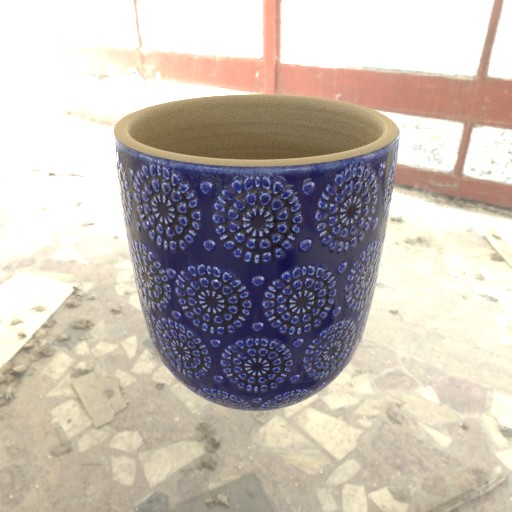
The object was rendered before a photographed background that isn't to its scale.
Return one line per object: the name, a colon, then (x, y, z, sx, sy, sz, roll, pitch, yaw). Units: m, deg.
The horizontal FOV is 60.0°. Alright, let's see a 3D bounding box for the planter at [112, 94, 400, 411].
planter: (0.000, 0.000, 0.340, 0.184, 0.206, 0.184, 0, 30, 0)
